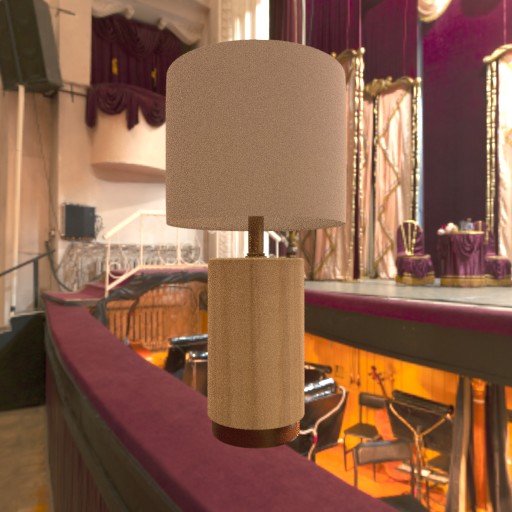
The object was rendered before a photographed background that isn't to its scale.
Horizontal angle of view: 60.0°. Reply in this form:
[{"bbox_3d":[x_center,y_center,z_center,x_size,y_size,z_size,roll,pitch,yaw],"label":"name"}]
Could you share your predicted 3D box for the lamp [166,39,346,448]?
[{"bbox_3d":[0.000,0.000,0.567,0.228,0.444,0.228,1,-1,-36],"label":"lamp"}]
